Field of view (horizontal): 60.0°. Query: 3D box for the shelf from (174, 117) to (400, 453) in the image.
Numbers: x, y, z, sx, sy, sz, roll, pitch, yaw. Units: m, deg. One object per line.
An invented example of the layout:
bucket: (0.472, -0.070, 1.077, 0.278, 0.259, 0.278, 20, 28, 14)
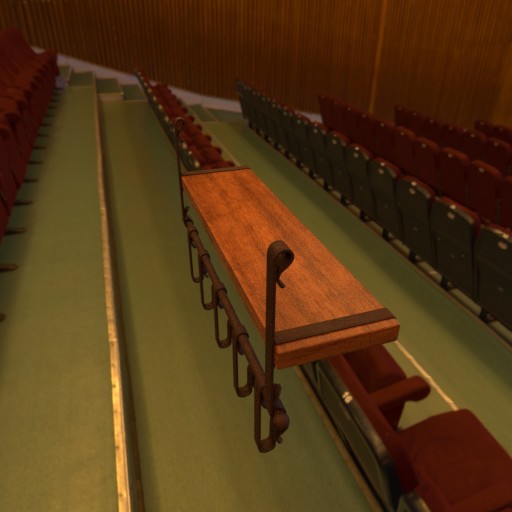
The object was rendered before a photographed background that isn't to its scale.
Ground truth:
shelf: (0.000, 0.000, 0.709, 0.146, 0.330, 0.567, -10, 32, -16)
